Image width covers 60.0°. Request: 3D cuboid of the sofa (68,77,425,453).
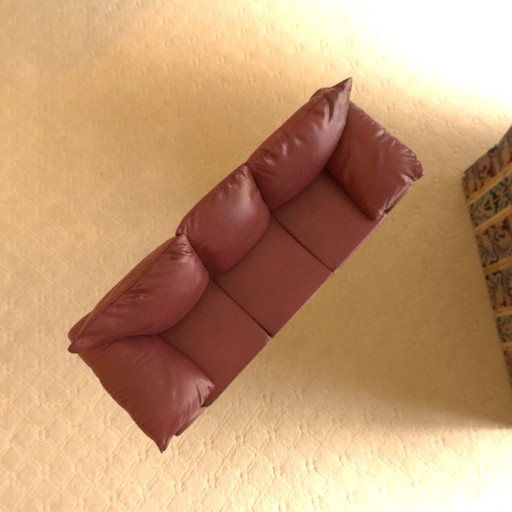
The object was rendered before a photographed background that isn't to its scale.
[{"bbox_3d":[0.000,0.000,2.876,0.907,1.091,2.390,43,79,10],"label":"sofa"}]
